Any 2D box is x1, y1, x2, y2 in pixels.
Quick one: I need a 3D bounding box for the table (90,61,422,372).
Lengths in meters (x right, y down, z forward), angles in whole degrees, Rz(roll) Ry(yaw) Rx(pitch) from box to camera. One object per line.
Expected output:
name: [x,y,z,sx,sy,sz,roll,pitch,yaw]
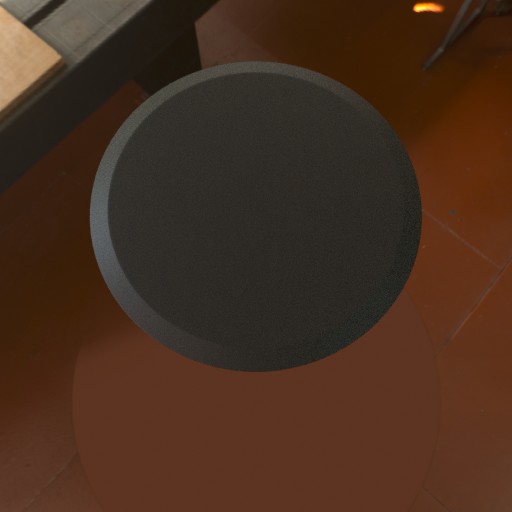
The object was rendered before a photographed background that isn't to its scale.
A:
table: [0.000,0.000,0.885,0.457,0.585,0.457,0,74,0]
